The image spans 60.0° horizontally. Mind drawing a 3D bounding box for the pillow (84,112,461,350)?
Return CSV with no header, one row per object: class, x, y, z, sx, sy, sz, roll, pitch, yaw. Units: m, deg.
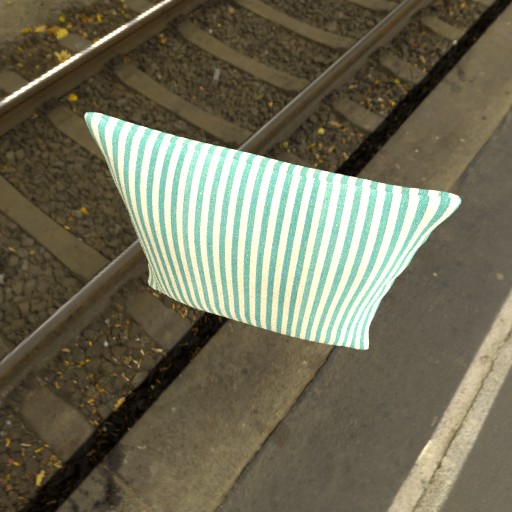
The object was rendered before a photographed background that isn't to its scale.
pillow,0.000,0.000,0.795,0.523,0.510,0.166,15,60,9
